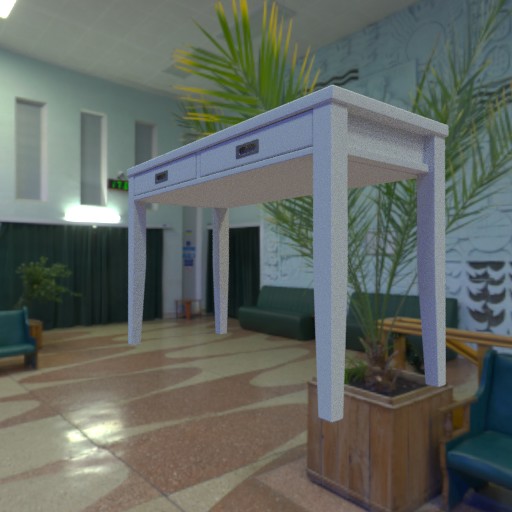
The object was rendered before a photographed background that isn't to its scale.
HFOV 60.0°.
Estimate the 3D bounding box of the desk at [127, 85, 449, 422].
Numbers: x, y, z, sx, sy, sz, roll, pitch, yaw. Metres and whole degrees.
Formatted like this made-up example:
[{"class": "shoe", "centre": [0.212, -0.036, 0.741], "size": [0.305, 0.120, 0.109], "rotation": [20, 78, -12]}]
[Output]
[{"class": "desk", "centre": [0.000, 0.000, 1.643], "size": [0.508, 0.775, 1.220], "rotation": [0, -1, -38]}]
